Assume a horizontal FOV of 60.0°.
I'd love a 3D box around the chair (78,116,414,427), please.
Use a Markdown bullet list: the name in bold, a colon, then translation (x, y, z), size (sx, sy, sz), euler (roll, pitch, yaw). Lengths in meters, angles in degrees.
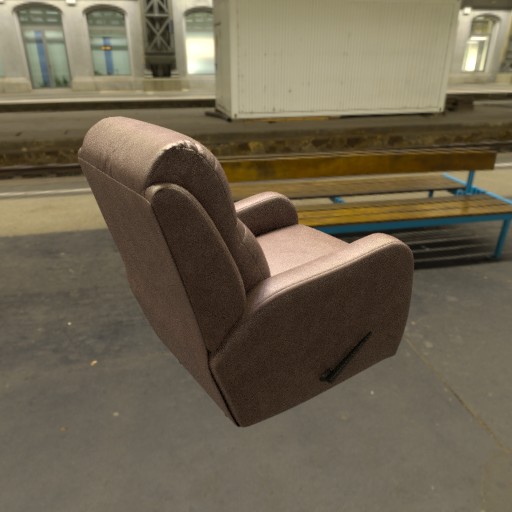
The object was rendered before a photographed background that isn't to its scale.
- **chair**: translation (0.000, 0.000, 1.752), size (1.067, 1.067, 0.865), euler (-17, 29, -32)
